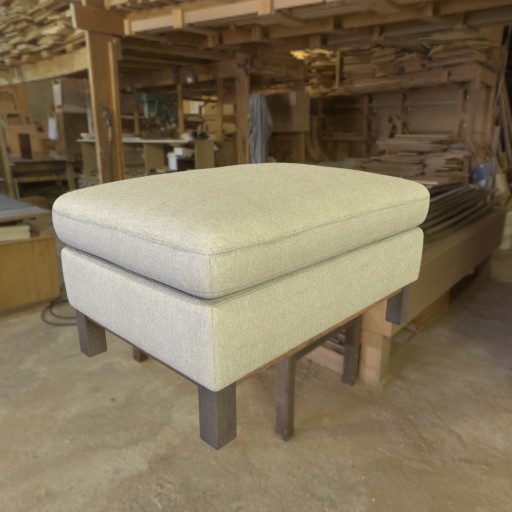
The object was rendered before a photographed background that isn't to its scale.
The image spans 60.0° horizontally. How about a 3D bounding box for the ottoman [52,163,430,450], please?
[{"bbox_3d":[0.000,0.000,1.029,0.528,0.404,0.735,15,22,41],"label":"ottoman"}]
